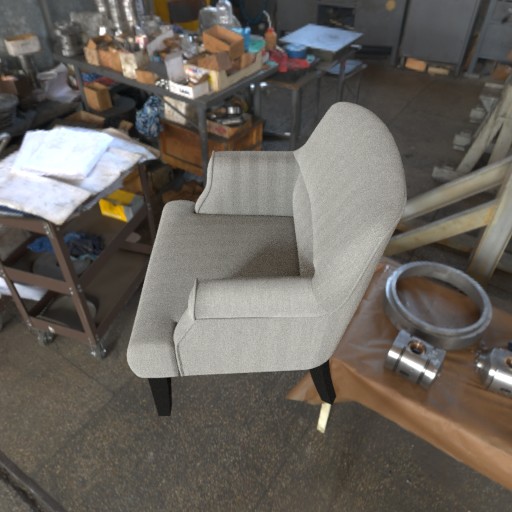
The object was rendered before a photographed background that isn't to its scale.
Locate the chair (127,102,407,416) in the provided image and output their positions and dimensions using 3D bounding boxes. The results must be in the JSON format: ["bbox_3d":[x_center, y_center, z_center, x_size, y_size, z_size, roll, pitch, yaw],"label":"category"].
[{"bbox_3d":[0.000,0.000,1.485,0.755,0.880,0.772,0,42,0],"label":"chair"}]
